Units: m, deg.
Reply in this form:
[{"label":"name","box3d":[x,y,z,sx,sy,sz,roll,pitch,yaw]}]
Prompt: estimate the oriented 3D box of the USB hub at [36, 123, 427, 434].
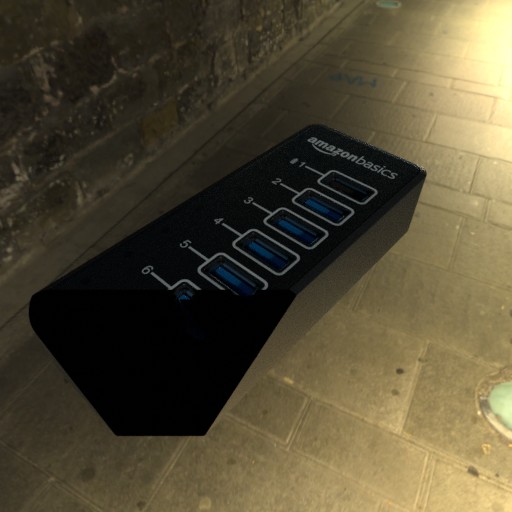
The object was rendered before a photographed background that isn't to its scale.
[{"label":"USB hub","box3d":[0.000,0.000,0.123,0.044,0.023,0.110,33,54,28]}]
